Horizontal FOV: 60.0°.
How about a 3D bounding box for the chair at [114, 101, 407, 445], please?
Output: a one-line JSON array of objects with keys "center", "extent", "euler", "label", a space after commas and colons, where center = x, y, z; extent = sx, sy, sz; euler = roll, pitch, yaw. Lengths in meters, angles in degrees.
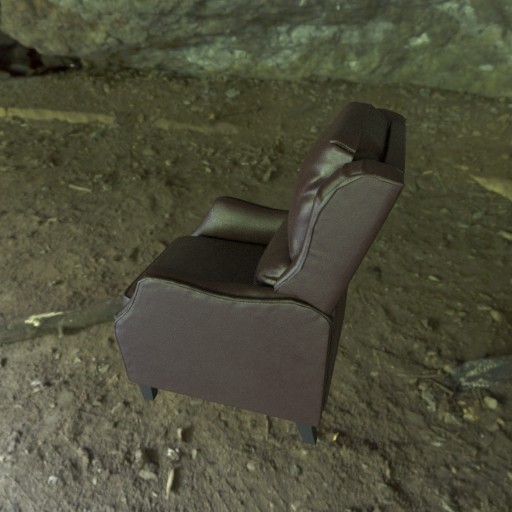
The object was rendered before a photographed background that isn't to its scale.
[{"center": [0.000, 0.000, 1.752], "extent": [0.982, 1.132, 0.770], "euler": [9, 31, 14], "label": "chair"}]
